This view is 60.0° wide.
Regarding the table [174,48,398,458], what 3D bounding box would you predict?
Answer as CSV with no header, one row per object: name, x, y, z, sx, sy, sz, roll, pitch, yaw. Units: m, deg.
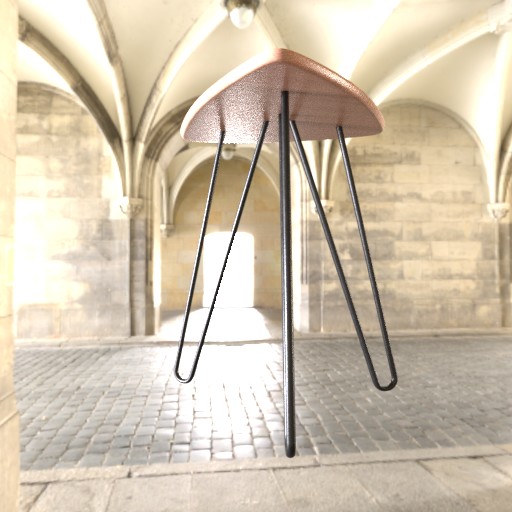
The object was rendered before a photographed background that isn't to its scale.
table,0.000,0.000,0.889,0.455,0.564,0.442,-1,-2,35
